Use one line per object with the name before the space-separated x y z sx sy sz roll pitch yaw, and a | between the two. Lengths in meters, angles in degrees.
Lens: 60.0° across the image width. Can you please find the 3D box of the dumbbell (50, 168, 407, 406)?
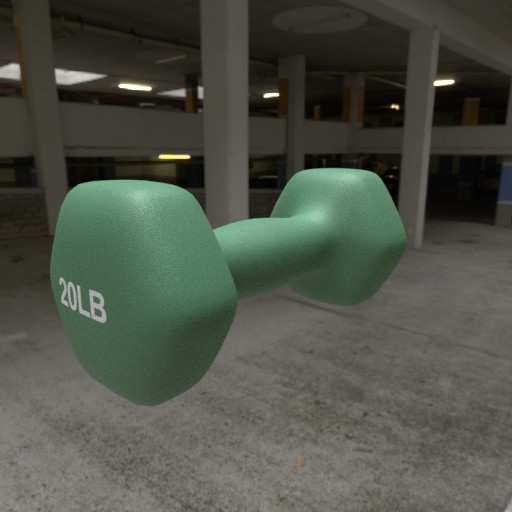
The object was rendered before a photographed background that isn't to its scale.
dumbbell | 0.000 0.000 0.310 0.126 0.114 0.257 12 18 41
